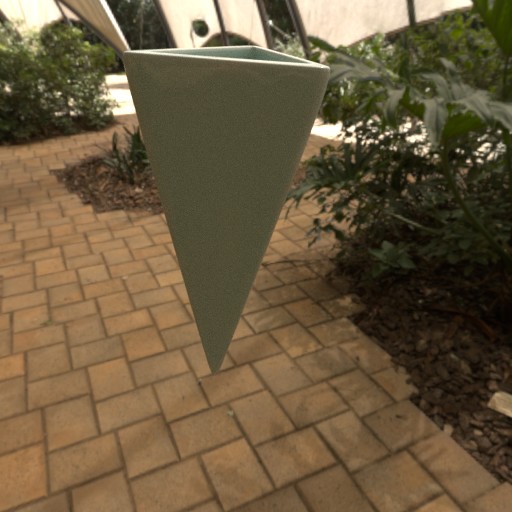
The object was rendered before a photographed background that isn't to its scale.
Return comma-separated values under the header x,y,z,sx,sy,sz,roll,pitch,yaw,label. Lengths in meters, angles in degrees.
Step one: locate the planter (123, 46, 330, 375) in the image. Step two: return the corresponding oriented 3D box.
x,y,z,sx,sy,sz,roll,pitch,yaw,label
0.000,0.000,0.210,0.064,0.178,0.080,18,32,31,planter
